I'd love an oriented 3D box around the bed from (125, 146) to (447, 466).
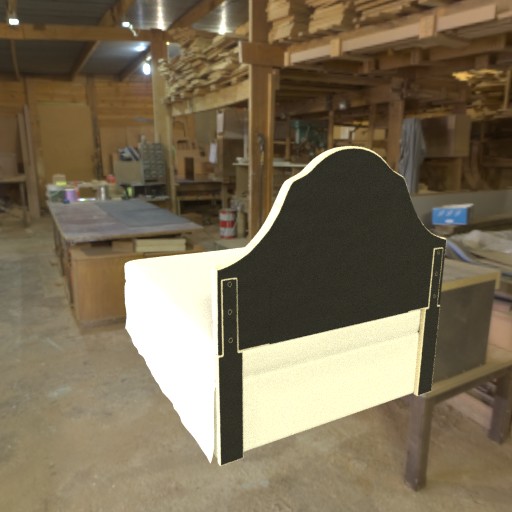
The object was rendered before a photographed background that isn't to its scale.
[{"bbox_3d":[0.000,0.000,3.299,1.627,1.575,2.092,-7,15,-27],"label":"bed"}]
